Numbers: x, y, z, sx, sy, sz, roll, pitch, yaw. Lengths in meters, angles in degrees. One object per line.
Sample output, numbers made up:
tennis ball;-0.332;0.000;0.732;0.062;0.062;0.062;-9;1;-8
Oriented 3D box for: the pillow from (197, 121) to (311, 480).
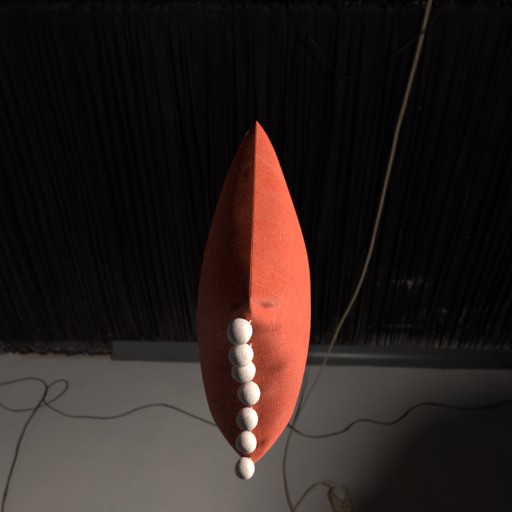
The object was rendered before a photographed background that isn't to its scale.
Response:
pillow;0.000;0.000;0.837;0.201;0.322;0.709;0;33;1
